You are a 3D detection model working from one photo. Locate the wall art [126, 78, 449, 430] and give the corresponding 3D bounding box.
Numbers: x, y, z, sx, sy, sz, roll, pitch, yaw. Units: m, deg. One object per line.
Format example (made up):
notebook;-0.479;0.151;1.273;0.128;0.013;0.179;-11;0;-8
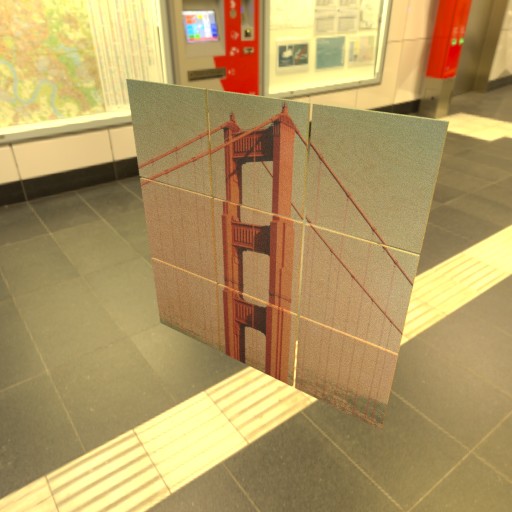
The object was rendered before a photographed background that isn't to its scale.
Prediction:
wall art;0.000;0.000;1.761;1.214;1.219;0.013;19;35;28
